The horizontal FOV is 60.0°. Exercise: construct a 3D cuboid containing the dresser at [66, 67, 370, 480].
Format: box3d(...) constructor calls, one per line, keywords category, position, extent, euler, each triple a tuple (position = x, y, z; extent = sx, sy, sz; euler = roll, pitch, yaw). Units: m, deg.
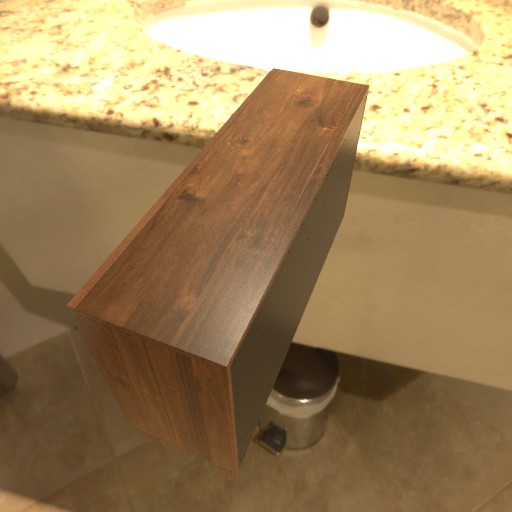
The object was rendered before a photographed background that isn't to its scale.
box3d(category="dresser", position=(0.000, 0.000, 1.778), extent=(0.446, 0.873, 1.400), euler=(17, 49, 15))
